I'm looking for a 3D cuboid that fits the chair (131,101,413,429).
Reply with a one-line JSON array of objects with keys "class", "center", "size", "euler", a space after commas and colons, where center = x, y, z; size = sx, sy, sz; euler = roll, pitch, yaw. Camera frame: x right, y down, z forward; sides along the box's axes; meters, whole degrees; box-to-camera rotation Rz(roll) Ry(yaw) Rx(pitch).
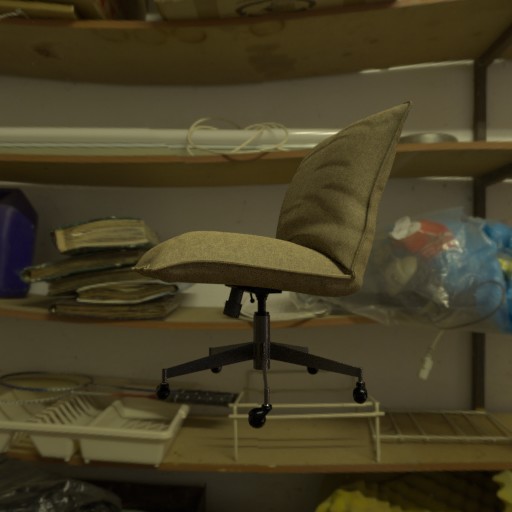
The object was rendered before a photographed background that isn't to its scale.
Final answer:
[{"class": "chair", "center": [0.000, 0.000, 1.322], "size": [0.696, 0.811, 0.597], "euler": [0, -1, -19]}]
